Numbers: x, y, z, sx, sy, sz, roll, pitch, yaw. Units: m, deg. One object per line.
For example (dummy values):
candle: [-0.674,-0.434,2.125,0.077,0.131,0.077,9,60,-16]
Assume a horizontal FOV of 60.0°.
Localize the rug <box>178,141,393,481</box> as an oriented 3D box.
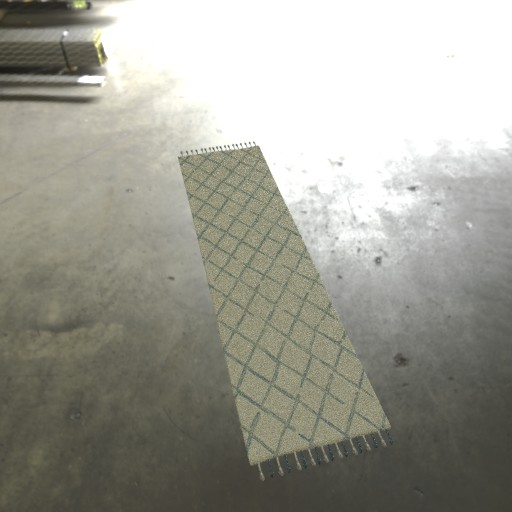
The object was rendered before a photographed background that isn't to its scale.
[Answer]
rug: [0.000,0.000,2.579,0.620,0.008,2.372,-11,48,-10]
